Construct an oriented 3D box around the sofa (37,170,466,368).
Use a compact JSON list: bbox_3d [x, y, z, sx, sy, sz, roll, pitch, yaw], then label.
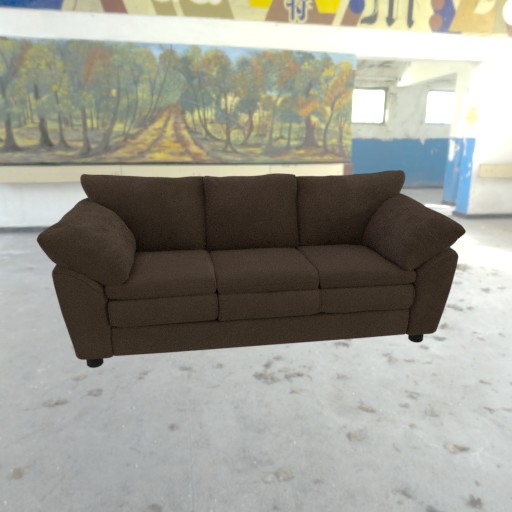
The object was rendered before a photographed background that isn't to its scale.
[{"bbox_3d":[0.000,0.000,2.808,2.336,1.015,0.878,-2,15,-9],"label":"sofa"}]
